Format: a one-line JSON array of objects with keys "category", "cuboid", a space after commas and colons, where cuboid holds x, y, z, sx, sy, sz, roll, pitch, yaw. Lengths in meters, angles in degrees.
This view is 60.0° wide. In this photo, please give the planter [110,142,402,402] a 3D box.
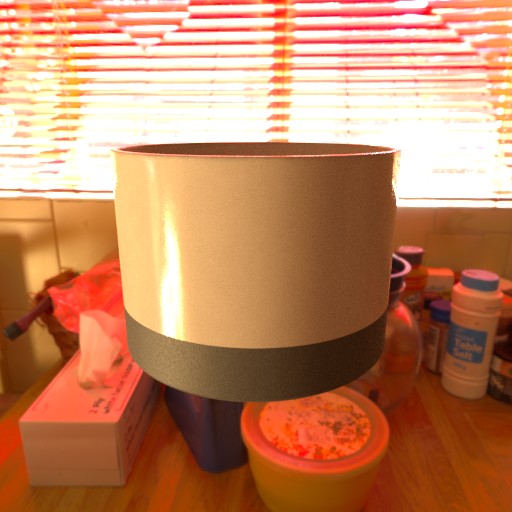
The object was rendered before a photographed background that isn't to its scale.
[{"category": "planter", "cuboid": [0.000, 0.000, 0.219, 0.128, 0.105, 0.128, 0, 17, 0]}]
